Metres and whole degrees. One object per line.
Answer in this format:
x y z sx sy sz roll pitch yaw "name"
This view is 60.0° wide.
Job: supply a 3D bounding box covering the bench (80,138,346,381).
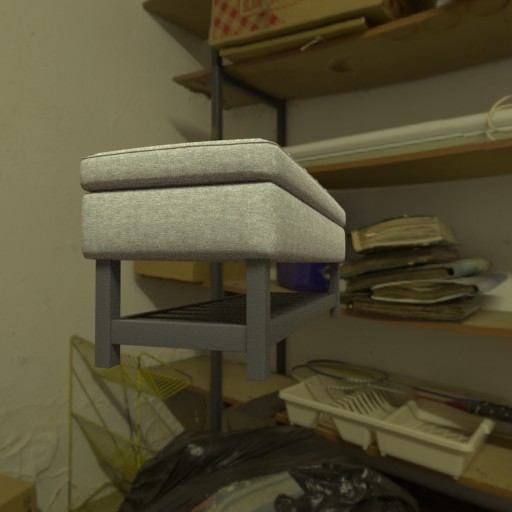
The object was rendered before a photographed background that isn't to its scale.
0.000 0.000 1.344 0.429 0.470 1.100 0 -1 18 "bench"
